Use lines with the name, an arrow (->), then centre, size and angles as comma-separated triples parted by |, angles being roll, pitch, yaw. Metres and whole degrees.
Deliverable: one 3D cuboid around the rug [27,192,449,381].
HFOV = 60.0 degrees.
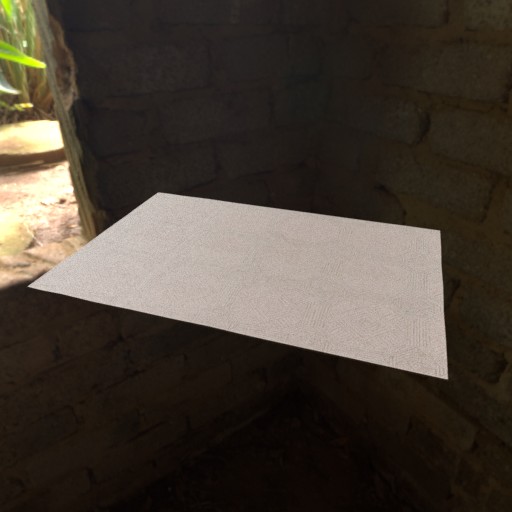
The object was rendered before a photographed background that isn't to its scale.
rug -> 0.000, 0.000, 2.311 | 1.839, 0.009, 1.236 | 10, 31, 16
